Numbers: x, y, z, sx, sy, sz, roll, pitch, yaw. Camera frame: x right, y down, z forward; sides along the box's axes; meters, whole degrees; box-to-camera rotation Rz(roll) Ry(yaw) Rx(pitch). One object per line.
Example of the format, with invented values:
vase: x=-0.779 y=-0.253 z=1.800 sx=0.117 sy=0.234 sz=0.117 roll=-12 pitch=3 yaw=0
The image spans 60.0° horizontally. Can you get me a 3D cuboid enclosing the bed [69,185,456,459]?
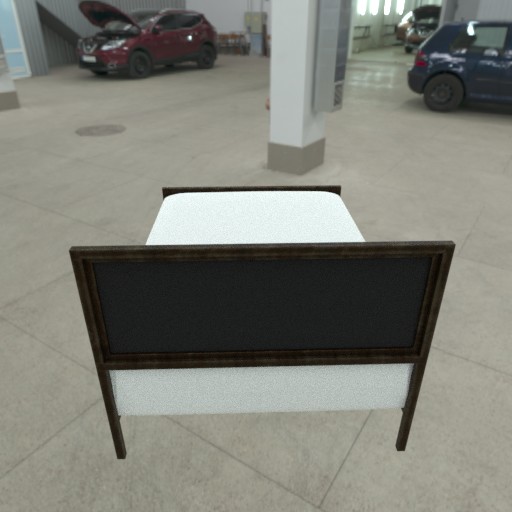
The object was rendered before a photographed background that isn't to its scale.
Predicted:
bed: x=0.000 y=0.000 z=3.124 sx=1.607 sy=1.313 sz=2.221 roll=-1 pitch=29 yaw=-2
